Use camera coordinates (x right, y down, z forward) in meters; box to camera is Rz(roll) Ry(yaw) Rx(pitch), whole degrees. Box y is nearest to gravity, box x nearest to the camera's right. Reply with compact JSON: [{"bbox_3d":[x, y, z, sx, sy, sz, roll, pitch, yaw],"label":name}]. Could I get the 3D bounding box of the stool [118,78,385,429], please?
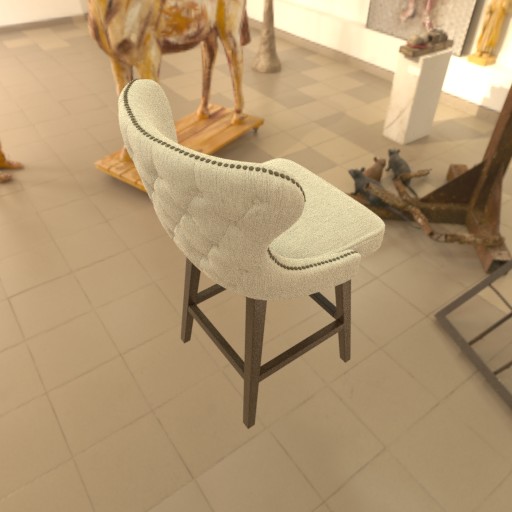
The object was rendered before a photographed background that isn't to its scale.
[{"bbox_3d":[0.000,0.000,1.323,0.597,0.972,0.615,-26,48,-26],"label":"stool"}]
